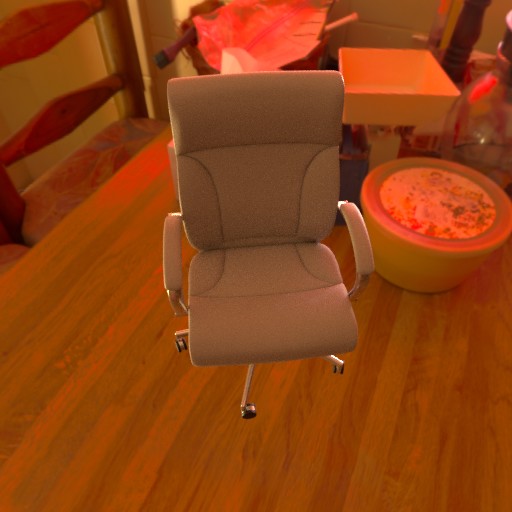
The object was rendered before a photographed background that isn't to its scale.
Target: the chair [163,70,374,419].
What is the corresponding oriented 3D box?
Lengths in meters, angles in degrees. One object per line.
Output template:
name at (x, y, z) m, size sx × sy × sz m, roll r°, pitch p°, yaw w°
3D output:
chair at (0.000, 0.000, 1.616) m, size 0.727 × 1.099 × 0.745 m, roll -4°, pitch 47°, yaw -4°
